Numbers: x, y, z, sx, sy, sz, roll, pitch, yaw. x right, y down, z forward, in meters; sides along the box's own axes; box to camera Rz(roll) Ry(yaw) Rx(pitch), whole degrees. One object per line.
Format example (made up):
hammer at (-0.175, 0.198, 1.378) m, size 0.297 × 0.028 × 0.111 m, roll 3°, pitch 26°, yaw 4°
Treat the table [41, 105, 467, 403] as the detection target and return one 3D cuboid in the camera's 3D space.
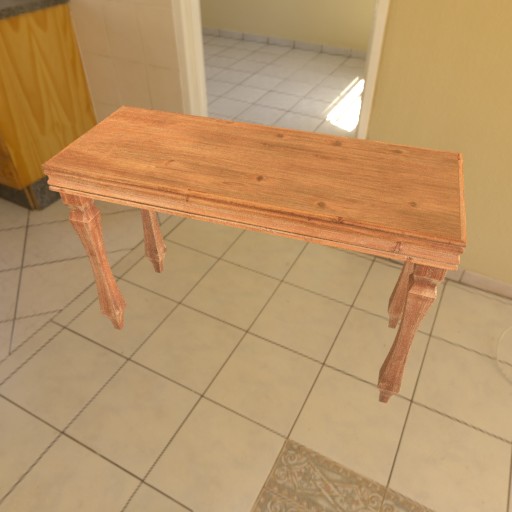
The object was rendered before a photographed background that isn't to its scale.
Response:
table at (0.000, 0.000, 1.785) m, size 1.330 × 0.873 × 0.522 m, roll 12°, pitch 43°, yaw 14°
